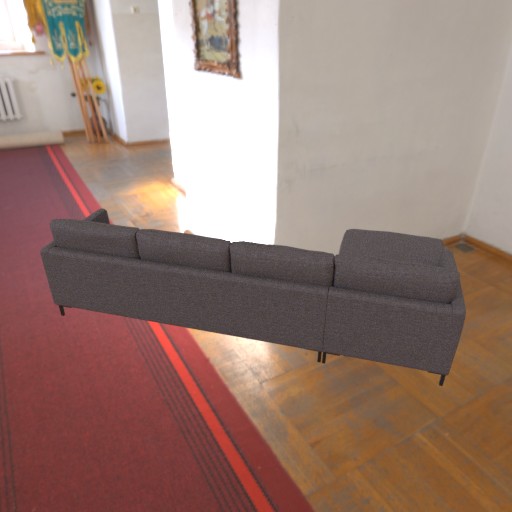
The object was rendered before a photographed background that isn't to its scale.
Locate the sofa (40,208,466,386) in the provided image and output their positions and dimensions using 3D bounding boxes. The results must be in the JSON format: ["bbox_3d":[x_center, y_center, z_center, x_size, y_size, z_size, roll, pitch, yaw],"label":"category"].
[{"bbox_3d":[0.000,0.000,3.276,2.731,0.754,1.258,8,30,13],"label":"sofa"}]
